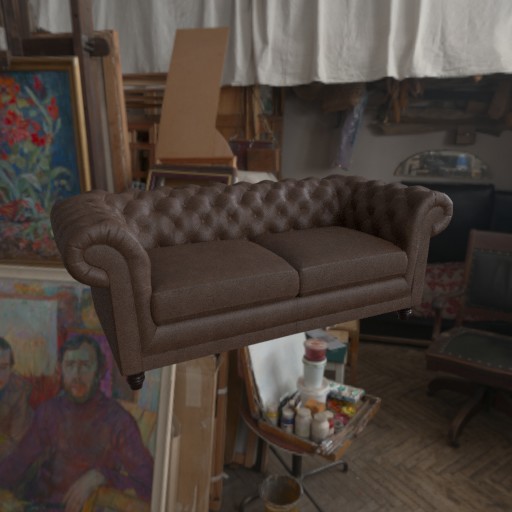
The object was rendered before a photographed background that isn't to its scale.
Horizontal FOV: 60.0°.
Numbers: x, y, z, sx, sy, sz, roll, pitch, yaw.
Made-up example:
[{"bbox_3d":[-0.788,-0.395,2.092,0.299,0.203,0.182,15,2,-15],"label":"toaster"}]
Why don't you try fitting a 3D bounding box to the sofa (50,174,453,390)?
[{"bbox_3d":[0.000,0.000,2.513,2.048,0.784,0.955,-8,18,-26],"label":"sofa"}]
